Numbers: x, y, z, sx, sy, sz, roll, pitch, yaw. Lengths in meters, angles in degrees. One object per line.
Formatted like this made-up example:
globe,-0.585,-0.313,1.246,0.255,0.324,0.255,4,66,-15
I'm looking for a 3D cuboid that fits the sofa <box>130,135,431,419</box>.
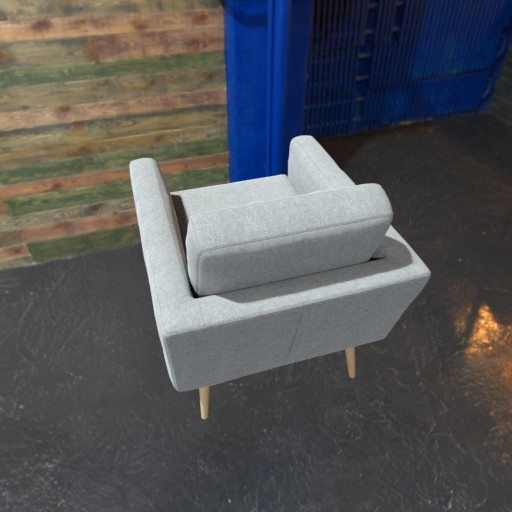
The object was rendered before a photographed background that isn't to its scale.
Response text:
sofa,0.000,0.000,1.601,0.770,0.860,0.920,-11,42,-13
